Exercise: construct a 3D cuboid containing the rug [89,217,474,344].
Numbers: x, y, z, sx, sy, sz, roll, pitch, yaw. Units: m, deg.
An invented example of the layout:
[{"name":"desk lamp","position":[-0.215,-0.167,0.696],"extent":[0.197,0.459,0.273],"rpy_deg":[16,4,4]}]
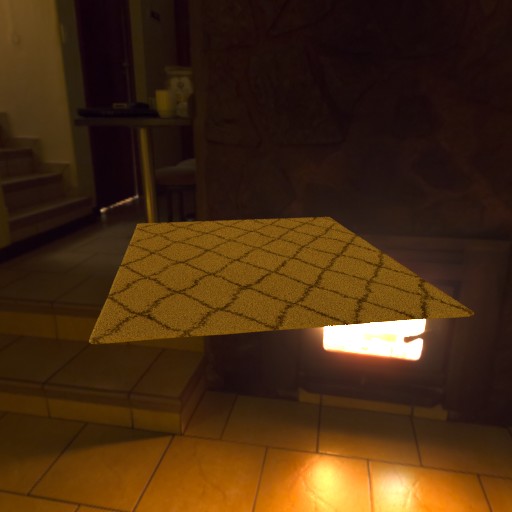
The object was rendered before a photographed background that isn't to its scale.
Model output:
[{"name":"rug","position":[0.000,0.000,4.161],"extent":[2.438,0.029,3.047],"rpy_deg":[-3,17,-9]}]
